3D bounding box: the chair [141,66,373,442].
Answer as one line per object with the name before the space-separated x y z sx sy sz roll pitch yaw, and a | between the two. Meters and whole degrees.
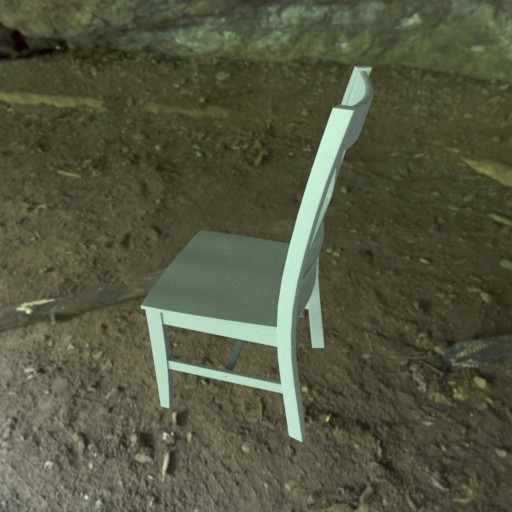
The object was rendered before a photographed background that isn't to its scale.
chair | 0.000 0.000 1.297 0.542 0.983 0.485 8 33 13
